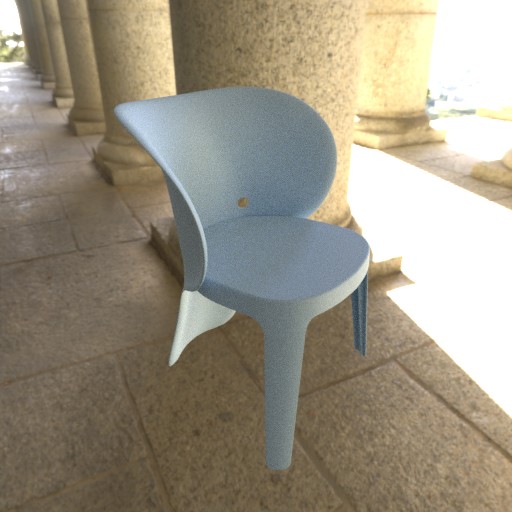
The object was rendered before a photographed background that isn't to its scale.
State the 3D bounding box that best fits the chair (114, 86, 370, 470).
[{"bbox_3d":[0.000,0.000,0.835,0.402,0.554,0.451,17,32,30],"label":"chair"}]
